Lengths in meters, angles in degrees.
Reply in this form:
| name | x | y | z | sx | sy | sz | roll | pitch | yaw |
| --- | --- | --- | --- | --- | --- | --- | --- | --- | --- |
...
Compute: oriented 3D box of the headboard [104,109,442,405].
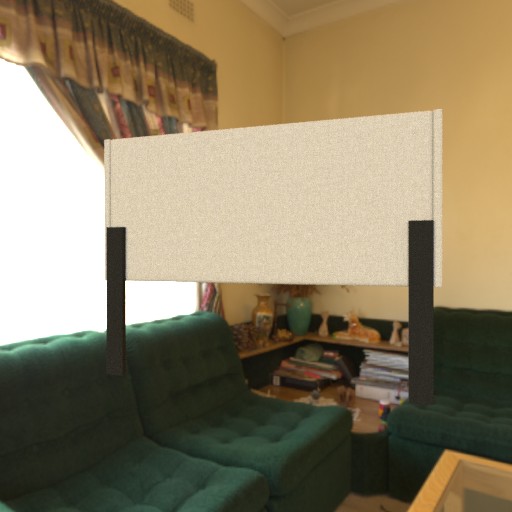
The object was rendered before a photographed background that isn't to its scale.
| name | x | y | z | sx | sy | sz | roll | pitch | yaw |
| --- | --- | --- | --- | --- | --- | --- | --- | --- | --- |
| headboard | 0.000 | 0.000 | 2.646 | 2.051 | 1.524 | 0.184 | 0 | 0 | 17 |
